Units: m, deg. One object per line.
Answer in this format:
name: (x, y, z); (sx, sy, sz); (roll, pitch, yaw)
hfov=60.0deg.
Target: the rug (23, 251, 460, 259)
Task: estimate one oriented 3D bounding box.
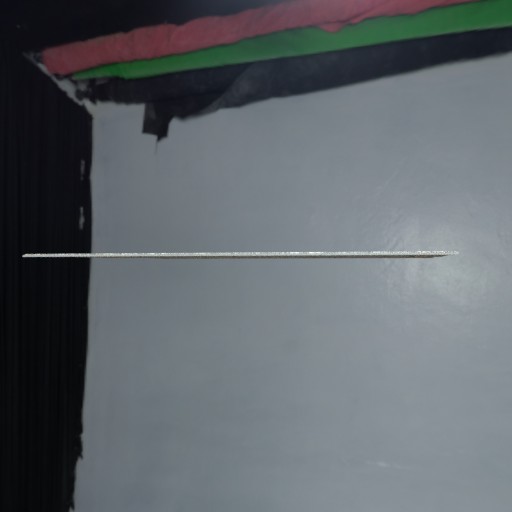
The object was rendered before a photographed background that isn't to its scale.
rug: (0.000, 0.000, 3.727); (2.901, 0.026, 2.043); (0, -1, 18)
